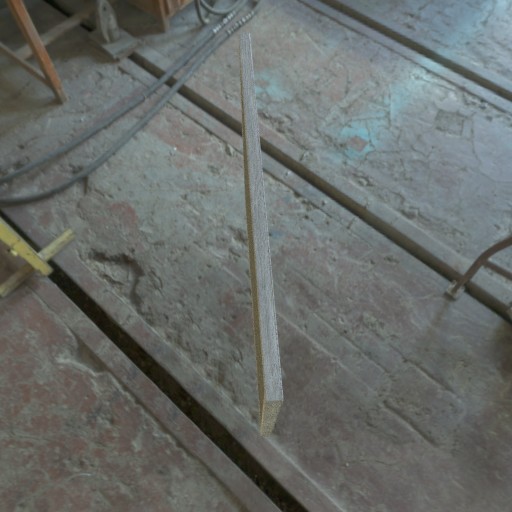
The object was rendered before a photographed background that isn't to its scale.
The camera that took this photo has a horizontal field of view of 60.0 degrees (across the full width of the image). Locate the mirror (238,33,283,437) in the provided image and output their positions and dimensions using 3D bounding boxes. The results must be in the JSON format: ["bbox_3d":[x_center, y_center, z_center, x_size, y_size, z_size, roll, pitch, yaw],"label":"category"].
[{"bbox_3d":[0.000,0.000,1.170,0.028,0.689,0.839,-3,64,-2],"label":"mirror"}]
